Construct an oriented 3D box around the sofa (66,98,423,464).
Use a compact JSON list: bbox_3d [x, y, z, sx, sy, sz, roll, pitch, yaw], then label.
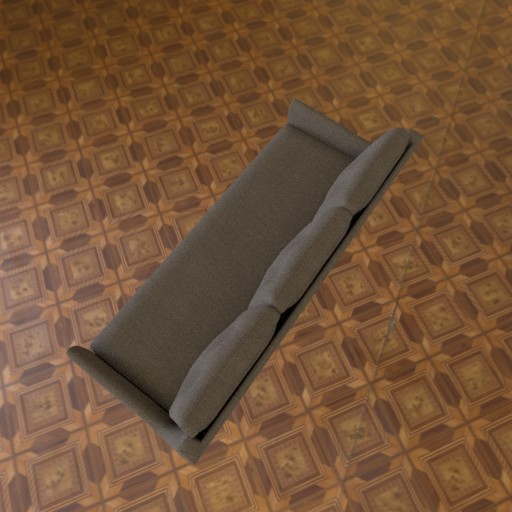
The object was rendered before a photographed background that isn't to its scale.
[{"bbox_3d":[0.000,0.000,2.505,0.849,0.837,2.060,33,69,14],"label":"sofa"}]
